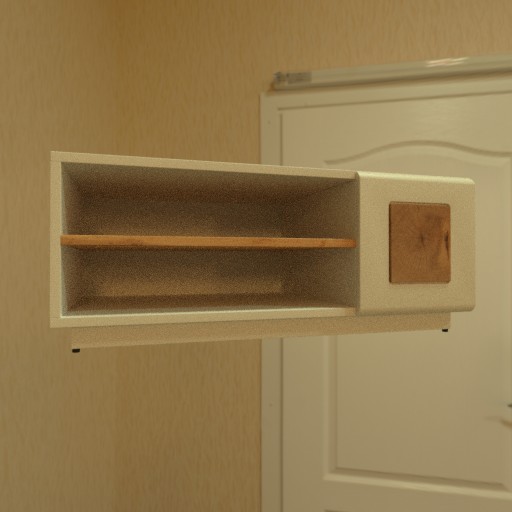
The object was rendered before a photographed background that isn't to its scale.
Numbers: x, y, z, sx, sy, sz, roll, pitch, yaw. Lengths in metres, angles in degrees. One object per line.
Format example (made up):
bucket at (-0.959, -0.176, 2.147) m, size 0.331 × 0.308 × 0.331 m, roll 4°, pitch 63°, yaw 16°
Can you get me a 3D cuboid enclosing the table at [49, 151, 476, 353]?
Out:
table at (0.000, 0.000, 1.386) m, size 1.097 × 0.442 × 0.639 m, roll 0°, pitch -1°, yaw -17°
